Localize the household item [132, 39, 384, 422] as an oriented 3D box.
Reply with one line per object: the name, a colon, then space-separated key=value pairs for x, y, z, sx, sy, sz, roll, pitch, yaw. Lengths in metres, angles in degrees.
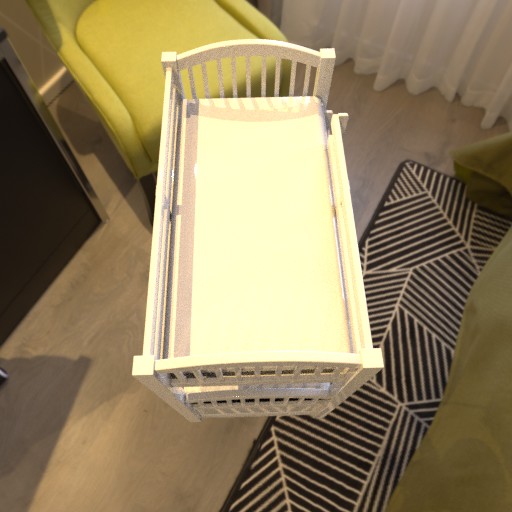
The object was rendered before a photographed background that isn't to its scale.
household item: x=0.000 y=0.000 z=3.212 sx=1.143 sy=2.032 sz=2.032 roll=-2 pitch=64 yaw=-1
